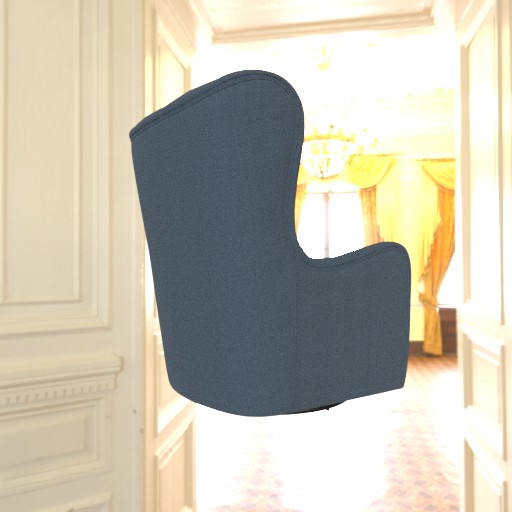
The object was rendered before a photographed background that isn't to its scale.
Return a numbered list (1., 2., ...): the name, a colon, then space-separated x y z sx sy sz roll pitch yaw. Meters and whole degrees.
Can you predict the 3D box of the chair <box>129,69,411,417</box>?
1. chair: 0.000 0.000 1.754 0.930 1.079 0.831 0 -1 -36
